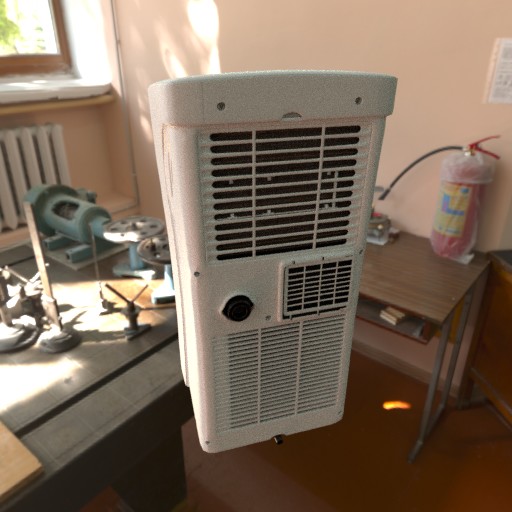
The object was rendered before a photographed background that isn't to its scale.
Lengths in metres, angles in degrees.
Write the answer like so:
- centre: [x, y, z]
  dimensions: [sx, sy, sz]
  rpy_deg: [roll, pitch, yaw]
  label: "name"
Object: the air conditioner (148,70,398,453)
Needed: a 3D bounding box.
- centre: [0.000, 0.000, 0.904]
  dimensions: [0.352, 0.716, 0.369]
  rpy_deg: [-7, 27, -15]
  label: "air conditioner"
